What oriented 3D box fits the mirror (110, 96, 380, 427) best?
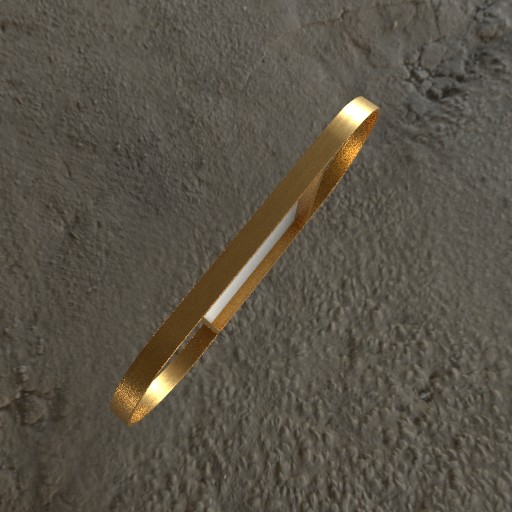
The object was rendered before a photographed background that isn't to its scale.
[{"bbox_3d":[0.000,0.000,0.662,0.032,0.254,0.584,37,79,8],"label":"mirror"}]
